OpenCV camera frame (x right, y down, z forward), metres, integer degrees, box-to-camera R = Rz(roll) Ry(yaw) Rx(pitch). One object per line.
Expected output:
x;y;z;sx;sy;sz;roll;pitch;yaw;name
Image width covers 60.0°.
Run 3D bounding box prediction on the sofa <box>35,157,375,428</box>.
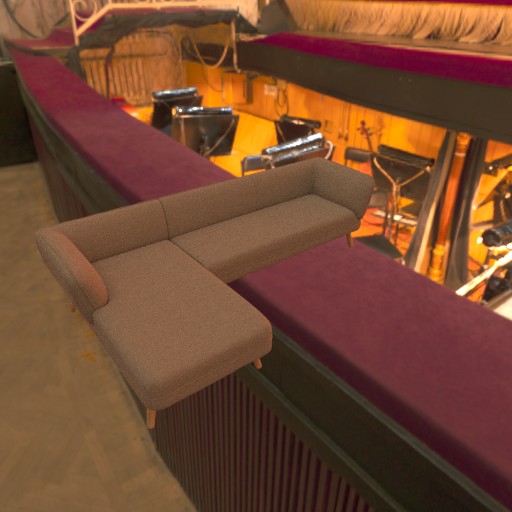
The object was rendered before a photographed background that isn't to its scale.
0.000;0.000;3.319;2.653;0.693;1.532;-21;36;-32;sofa
